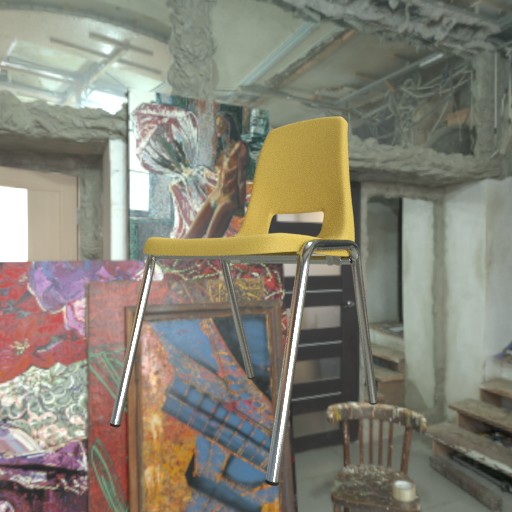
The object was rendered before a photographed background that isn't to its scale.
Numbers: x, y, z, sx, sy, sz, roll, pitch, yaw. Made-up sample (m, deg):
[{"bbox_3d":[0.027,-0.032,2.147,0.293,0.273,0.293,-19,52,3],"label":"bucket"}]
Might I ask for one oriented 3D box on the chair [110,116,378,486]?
[{"bbox_3d":[0.000,0.000,0.906,0.381,0.653,0.436,0,0,36],"label":"chair"}]
